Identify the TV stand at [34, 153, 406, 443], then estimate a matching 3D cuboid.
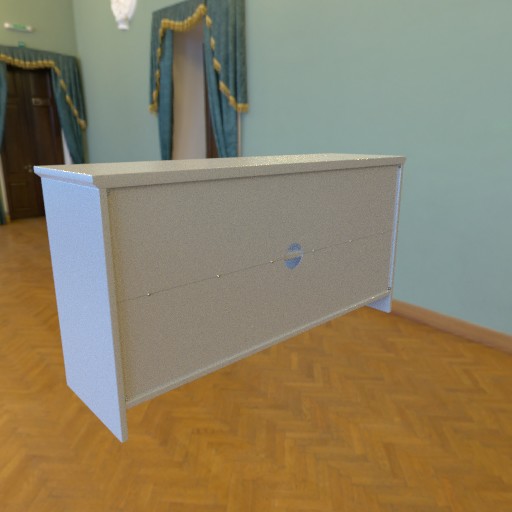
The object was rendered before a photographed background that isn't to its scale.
[{"bbox_3d":[0.000,0.000,1.425,1.167,0.603,0.344,-14,20,-41],"label":"TV stand"}]
